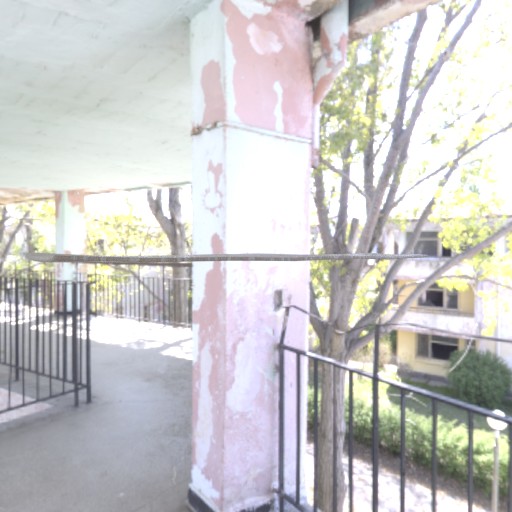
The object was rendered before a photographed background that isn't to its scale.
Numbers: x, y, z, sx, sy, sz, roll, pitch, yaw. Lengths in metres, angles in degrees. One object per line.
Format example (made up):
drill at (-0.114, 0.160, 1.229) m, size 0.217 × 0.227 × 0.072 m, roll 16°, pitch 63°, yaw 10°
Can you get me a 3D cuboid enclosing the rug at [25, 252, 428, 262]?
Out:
rug at (0.000, 0.000, 2.733) m, size 2.452 × 0.051 × 0.752 m, roll -1°, pitch 1°, yaw -35°
